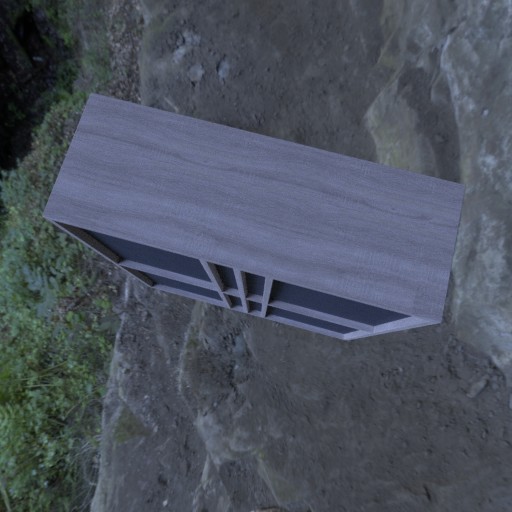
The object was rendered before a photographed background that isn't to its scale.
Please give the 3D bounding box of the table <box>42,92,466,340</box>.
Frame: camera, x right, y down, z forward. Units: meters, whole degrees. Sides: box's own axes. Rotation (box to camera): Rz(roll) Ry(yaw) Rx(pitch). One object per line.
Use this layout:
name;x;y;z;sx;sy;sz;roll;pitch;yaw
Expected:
table;0.000;0.000;1.905;1.111;1.388;0.398;15;78;3
